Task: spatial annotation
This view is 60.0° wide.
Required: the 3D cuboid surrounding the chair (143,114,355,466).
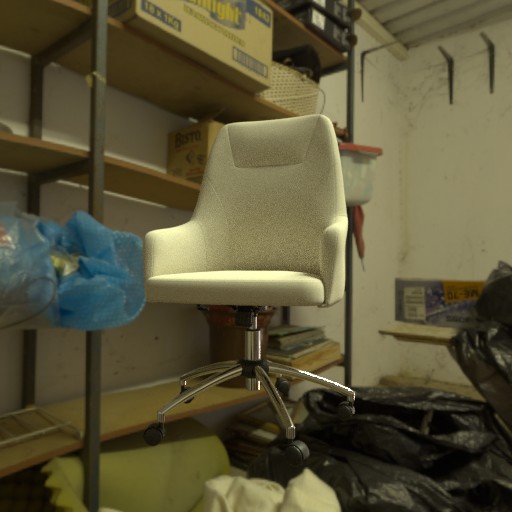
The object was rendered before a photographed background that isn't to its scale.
[{"bbox_3d":[0.000,0.000,1.457,0.620,1.049,0.640,0,-1,18],"label":"chair"}]
